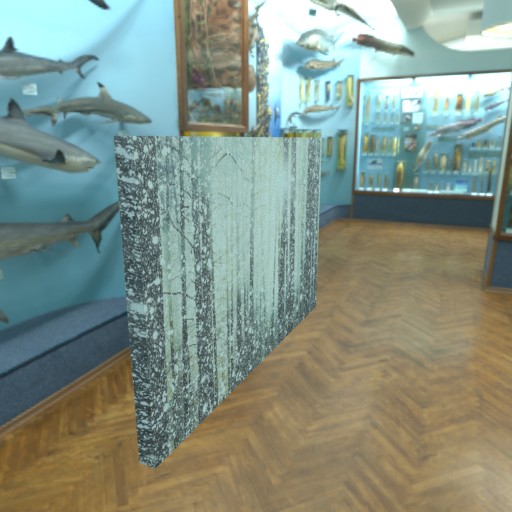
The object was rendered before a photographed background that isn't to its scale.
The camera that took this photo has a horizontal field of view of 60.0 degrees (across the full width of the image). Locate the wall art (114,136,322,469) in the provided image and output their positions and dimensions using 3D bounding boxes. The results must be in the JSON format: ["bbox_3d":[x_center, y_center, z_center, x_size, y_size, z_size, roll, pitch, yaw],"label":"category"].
[{"bbox_3d":[0.000,0.000,1.154,0.038,0.598,0.919,7,16,25],"label":"wall art"}]
